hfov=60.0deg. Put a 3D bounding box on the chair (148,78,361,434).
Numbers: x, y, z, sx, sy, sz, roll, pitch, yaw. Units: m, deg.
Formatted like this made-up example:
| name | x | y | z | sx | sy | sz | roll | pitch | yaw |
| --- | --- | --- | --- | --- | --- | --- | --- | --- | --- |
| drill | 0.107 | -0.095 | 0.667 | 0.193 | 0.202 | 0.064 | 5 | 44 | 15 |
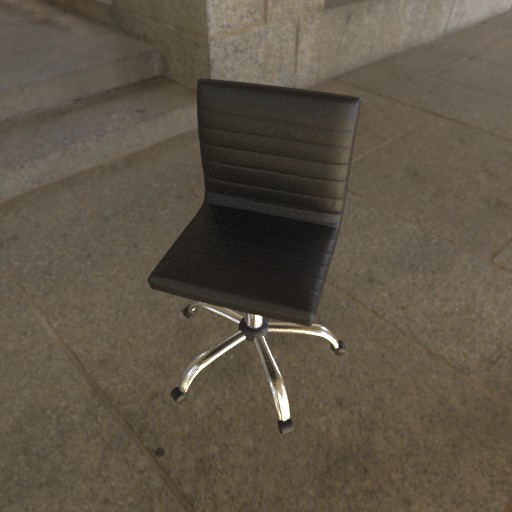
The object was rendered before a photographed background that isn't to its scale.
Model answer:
| name | x | y | z | sx | sy | sz | roll | pitch | yaw |
| --- | --- | --- | --- | --- | --- | --- | --- | --- | --- |
| chair | 0.000 | 0.000 | 1.161 | 0.556 | 0.780 | 0.530 | 12 | 43 | 13 |
